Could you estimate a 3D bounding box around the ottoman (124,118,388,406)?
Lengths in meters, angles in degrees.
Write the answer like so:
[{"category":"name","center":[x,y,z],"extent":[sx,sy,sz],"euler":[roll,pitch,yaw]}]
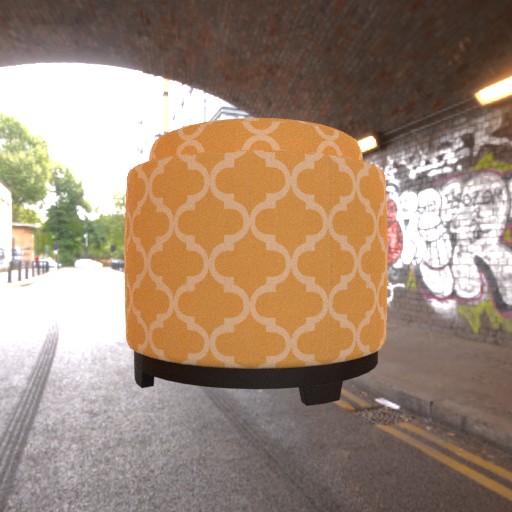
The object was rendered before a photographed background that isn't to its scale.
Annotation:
[{"category":"ottoman","center":[0.000,0.000,0.842],"extent":[0.480,0.429,0.480],"euler":[0,0,0]}]
